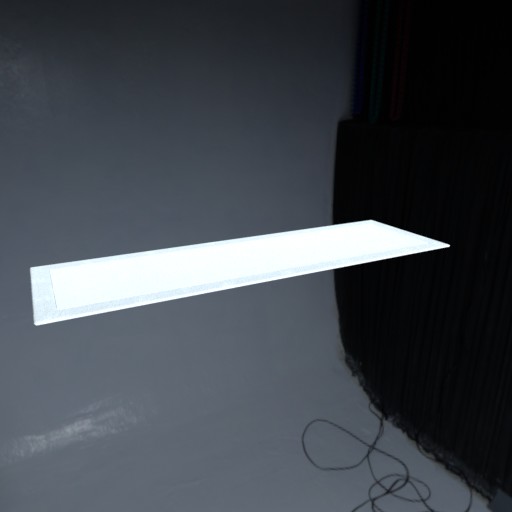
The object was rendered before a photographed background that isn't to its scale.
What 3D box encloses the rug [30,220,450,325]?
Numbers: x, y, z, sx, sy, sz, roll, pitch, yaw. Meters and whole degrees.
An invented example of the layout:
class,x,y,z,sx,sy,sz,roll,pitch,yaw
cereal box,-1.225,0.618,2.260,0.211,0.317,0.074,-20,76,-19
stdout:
class,x,y,z,sx,sy,sz,roll,pitch,yaw
rug,0.000,0.000,2.659,2.430,0.012,0.759,-9,21,-25
